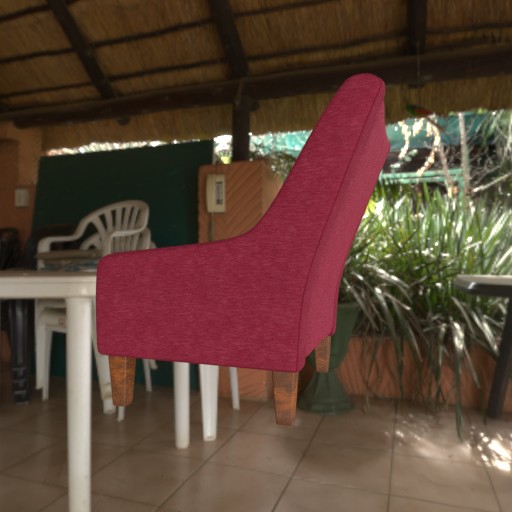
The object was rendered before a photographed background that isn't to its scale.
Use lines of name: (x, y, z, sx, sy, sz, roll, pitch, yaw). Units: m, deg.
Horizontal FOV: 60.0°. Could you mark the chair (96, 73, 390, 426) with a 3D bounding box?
chair: (0.000, 0.000, 1.717, 0.985, 1.017, 0.793, 0, -1, 18)
